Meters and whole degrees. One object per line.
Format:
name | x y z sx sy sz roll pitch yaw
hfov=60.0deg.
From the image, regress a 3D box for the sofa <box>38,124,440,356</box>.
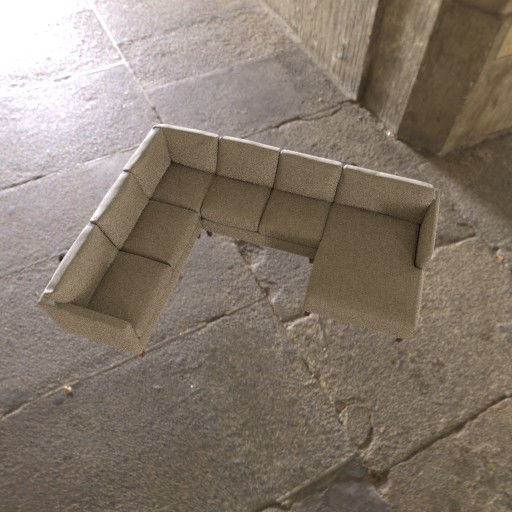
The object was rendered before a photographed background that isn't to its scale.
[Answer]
sofa | 0.000 0.000 4.660 3.460 0.959 2.593 15 58 10
